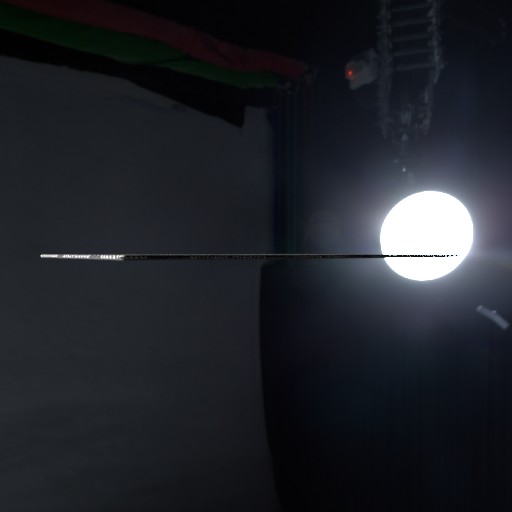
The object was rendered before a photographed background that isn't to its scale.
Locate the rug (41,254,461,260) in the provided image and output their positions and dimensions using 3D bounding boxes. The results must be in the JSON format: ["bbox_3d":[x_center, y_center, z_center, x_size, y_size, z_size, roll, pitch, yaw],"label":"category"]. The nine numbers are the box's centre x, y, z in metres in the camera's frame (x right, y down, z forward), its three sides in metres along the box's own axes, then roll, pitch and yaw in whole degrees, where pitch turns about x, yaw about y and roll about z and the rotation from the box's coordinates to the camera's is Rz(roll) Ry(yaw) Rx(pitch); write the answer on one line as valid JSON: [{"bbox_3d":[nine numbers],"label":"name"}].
[{"bbox_3d":[0.000,0.000,2.303,1.833,0.016,1.210,0,0,-36],"label":"rug"}]
